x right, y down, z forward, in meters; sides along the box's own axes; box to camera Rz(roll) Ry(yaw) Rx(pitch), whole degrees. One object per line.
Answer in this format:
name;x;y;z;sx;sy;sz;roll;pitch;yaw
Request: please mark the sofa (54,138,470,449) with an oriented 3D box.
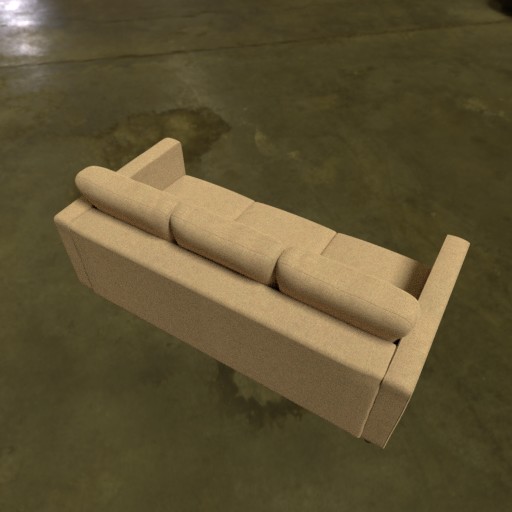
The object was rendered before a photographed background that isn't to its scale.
sofa;0.000;0.000;2.310;1.855;0.800;0.930;23;50;21
